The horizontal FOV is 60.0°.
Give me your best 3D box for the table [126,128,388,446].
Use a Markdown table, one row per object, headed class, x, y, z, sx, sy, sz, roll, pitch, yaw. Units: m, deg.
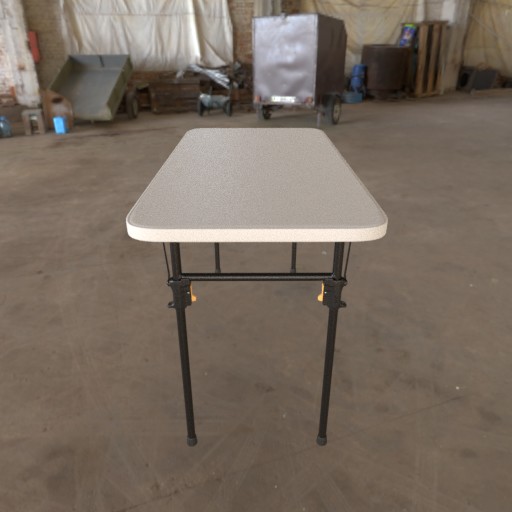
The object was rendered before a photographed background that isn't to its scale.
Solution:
| class | x | y | z | sx | sy | sz | roll | pitch | yaw |
| --- | --- | --- | --- | --- | --- | --- | --- | --- | --- |
| table | 0.000 | 0.000 | 1.669 | 0.610 | 0.729 | 1.219 | 0 | 26 | 0 |
